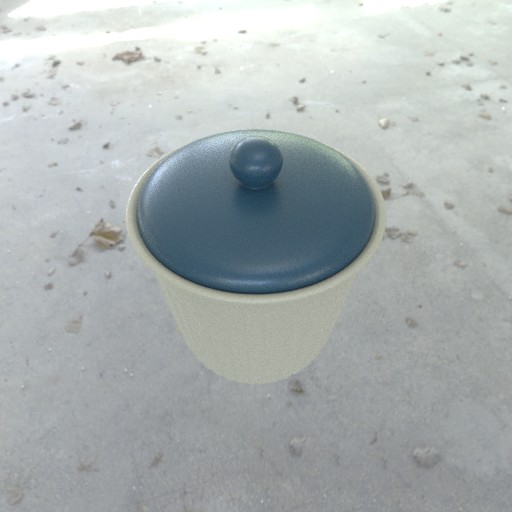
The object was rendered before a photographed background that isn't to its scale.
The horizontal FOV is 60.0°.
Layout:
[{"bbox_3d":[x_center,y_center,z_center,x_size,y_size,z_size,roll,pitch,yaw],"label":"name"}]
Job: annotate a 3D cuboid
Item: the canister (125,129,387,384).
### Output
[{"bbox_3d":[0.000,0.000,0.356,0.181,0.211,0.181,0,47,0],"label":"canister"}]
